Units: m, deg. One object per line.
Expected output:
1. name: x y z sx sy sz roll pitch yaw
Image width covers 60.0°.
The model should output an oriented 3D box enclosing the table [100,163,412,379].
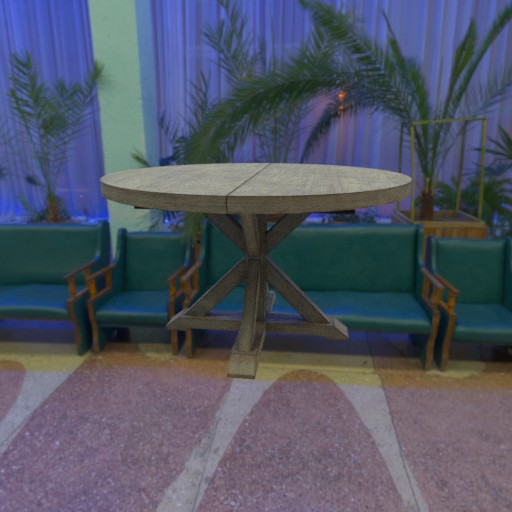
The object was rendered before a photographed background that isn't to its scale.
1. table: 0.000 0.000 2.145 1.363 0.781 1.363 0 16 0
